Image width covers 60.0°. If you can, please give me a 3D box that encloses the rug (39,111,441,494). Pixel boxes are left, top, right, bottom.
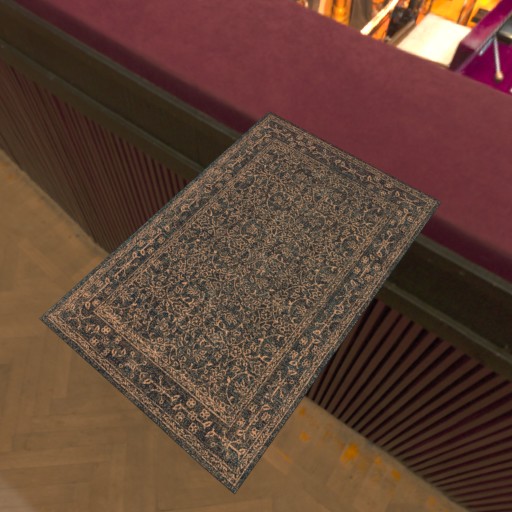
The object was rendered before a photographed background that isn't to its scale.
[{"bbox_3d":[0.000,0.000,2.283,1.200,0.005,1.819,34,65,19],"label":"rug"}]
